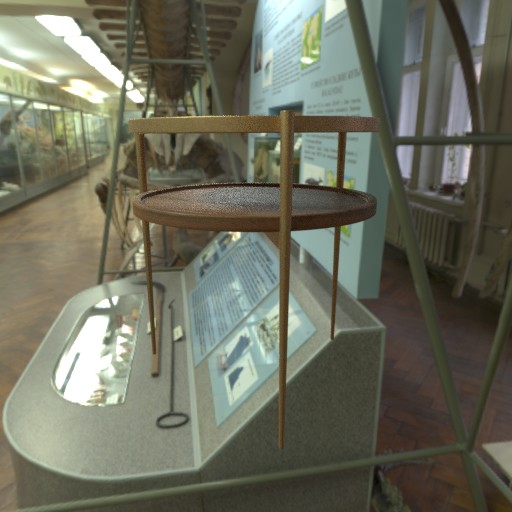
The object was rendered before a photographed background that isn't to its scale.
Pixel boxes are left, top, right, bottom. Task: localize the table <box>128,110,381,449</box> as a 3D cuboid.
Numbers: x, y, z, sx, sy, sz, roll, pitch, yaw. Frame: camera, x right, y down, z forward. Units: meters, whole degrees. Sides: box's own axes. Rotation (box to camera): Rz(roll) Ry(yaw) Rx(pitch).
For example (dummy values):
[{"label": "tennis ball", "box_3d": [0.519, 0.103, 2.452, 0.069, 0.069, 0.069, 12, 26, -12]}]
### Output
[{"label": "table", "box_3d": [0.000, 0.000, 0.822, 0.430, 0.493, 0.456, -3, 16, -10]}]
